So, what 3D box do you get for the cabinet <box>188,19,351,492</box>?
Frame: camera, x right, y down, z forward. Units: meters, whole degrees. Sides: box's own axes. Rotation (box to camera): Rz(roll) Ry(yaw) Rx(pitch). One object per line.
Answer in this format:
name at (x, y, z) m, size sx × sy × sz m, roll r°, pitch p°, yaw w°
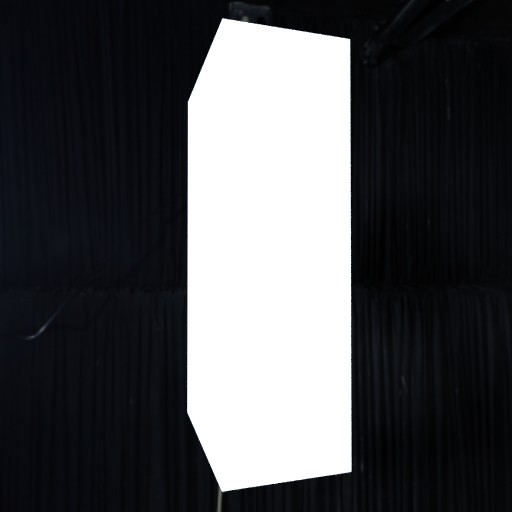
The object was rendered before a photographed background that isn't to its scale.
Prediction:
cabinet at (0.000, 0.000, 2.347) m, size 0.580 × 1.920 × 0.980 m, roll 0°, pitch -1°, yaw -17°
